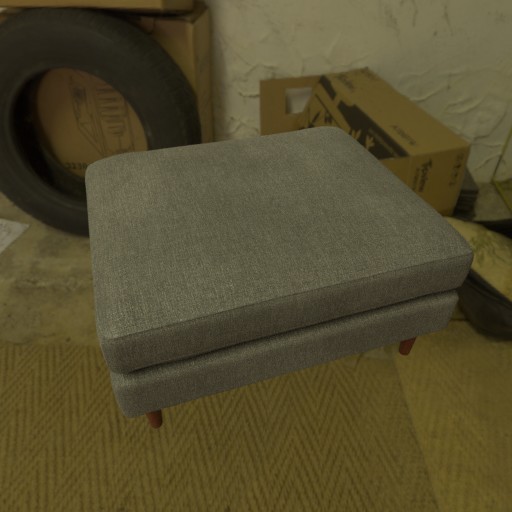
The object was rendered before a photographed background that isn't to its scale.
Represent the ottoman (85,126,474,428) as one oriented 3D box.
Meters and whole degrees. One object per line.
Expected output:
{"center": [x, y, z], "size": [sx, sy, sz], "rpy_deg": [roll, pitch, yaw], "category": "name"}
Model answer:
{"center": [0.000, 0.000, 1.233], "size": [0.821, 0.474, 0.693], "rpy_deg": [-12, 42, -14], "category": "ottoman"}
